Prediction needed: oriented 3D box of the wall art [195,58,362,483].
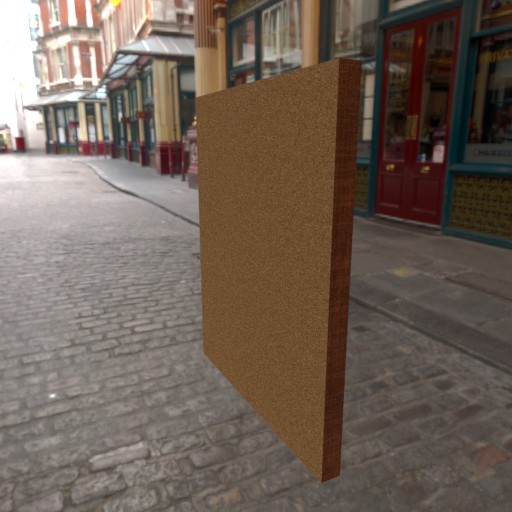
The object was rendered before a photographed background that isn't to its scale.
[{"bbox_3d":[0.000,0.000,0.777,0.033,0.567,0.467,-7,16,-27],"label":"wall art"}]
